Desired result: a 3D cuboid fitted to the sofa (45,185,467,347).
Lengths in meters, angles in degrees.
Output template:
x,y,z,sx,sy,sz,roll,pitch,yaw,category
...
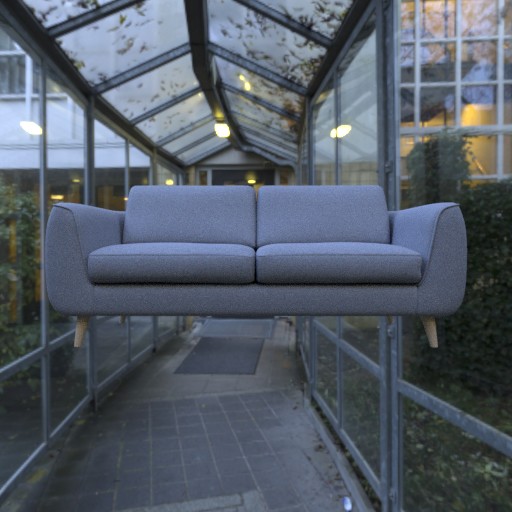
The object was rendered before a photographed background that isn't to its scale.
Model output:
x,y,z,sx,sy,sz,roll,pitch,yaw,category
0.000,0.000,2.526,2.000,0.870,0.920,0,1,0,sofa
